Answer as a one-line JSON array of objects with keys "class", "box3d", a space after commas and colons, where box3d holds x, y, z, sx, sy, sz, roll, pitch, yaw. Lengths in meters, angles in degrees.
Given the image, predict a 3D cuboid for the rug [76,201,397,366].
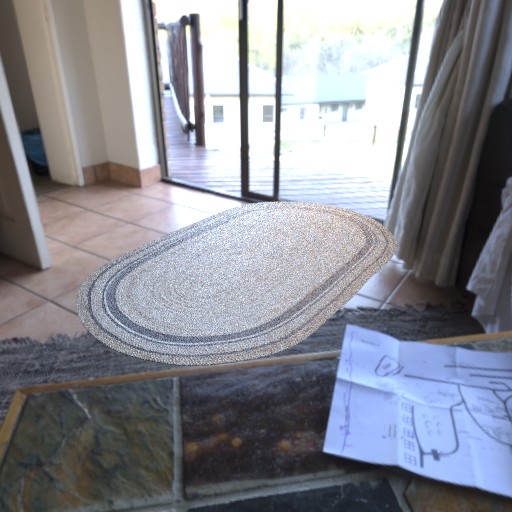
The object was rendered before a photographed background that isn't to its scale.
[{"class": "rug", "box3d": [0.000, 0.000, 2.998, 1.520, 0.006, 2.432, 17, 31, 32]}]
